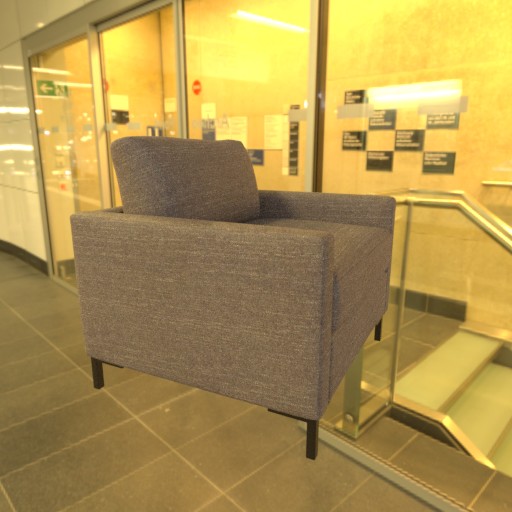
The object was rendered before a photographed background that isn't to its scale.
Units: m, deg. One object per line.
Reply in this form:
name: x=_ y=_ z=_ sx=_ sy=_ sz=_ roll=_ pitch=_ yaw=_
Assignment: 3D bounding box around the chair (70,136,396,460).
chair: x=0.000 y=0.000 z=1.615 sx=0.845 sy=0.841 sz=0.940 roll=7 pitch=16 yaw=26
